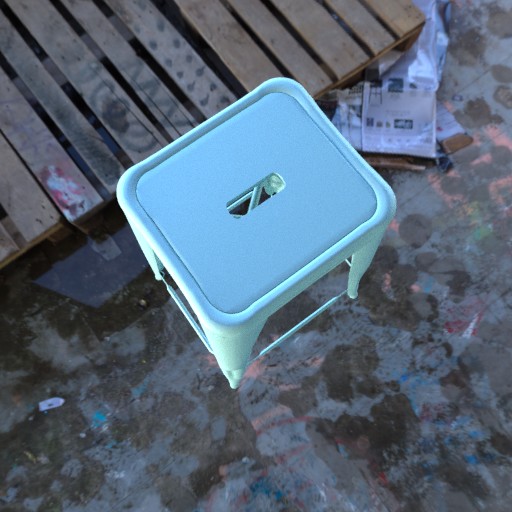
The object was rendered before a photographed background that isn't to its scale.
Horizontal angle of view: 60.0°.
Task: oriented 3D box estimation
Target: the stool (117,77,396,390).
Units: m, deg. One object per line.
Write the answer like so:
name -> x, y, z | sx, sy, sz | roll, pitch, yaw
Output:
stool -> 0.000, 0.000, 0.851 | 0.399, 0.609, 0.359 | -36, 78, -9
